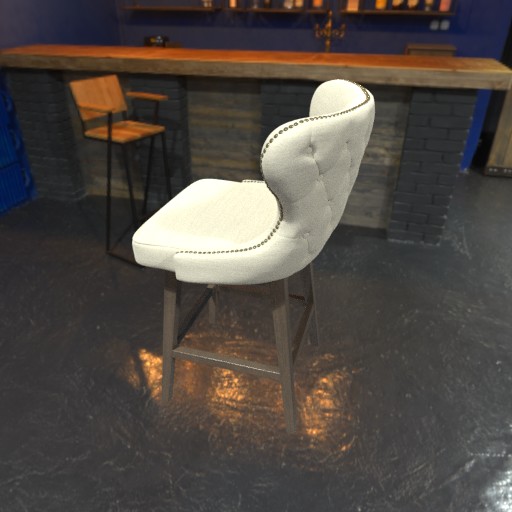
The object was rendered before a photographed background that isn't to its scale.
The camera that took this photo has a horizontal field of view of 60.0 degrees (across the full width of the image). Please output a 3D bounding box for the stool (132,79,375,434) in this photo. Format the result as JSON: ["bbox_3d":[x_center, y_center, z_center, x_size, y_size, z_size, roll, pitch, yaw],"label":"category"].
[{"bbox_3d":[0.000,0.000,1.368,0.597,0.972,0.615,9,32,15],"label":"stool"}]
